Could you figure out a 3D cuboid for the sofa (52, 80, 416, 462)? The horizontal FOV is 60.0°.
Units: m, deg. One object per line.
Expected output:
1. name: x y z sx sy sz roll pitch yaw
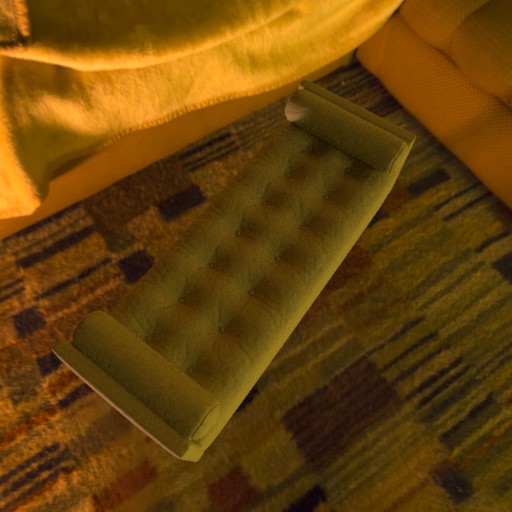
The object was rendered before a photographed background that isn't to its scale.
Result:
1. sofa: 0.000 0.000 2.516 0.796 0.705 2.102 33 68 15
